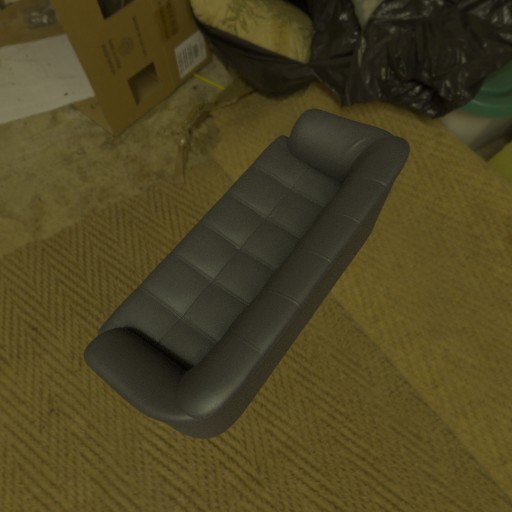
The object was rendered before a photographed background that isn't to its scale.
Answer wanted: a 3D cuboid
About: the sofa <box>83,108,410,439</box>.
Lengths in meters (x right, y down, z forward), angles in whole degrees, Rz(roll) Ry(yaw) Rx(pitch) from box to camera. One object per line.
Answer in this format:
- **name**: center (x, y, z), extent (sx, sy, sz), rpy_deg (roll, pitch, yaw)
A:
- **sofa**: center (0.000, 0.000, 2.291), extent (0.800, 0.811, 1.829), rpy_deg (33, 68, 16)
